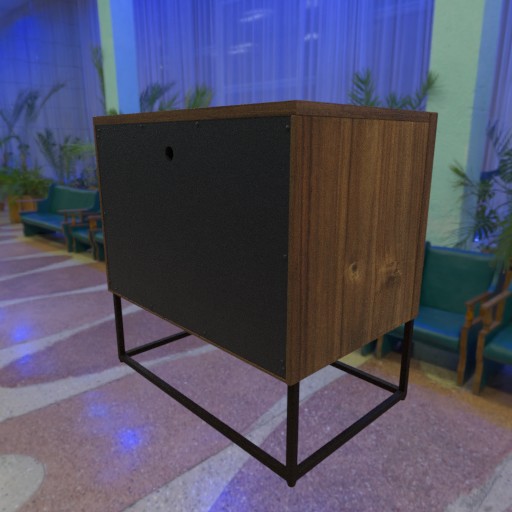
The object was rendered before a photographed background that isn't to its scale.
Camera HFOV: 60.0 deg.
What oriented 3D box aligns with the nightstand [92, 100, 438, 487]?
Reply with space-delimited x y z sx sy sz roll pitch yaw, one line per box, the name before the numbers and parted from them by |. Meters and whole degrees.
nightstand | 0.000 0.000 1.004 0.437 0.610 0.610 -14 20 -42
